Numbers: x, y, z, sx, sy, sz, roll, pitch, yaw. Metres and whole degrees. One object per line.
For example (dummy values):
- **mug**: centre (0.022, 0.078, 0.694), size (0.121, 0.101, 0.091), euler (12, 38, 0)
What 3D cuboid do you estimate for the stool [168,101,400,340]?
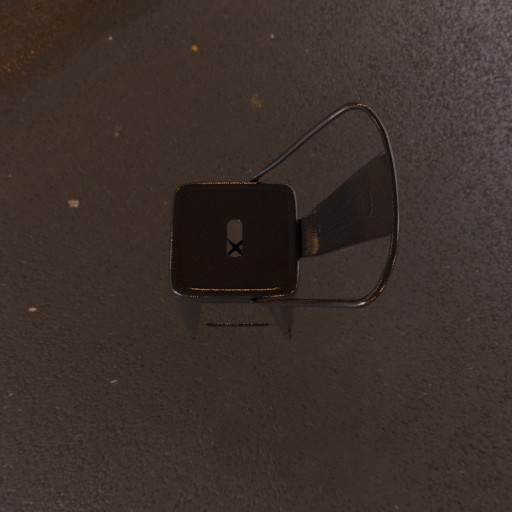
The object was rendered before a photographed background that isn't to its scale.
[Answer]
- **stool**: centre (0.000, 0.000, 1.309), size (0.528, 1.022, 0.432), euler (0, 76, 0)
